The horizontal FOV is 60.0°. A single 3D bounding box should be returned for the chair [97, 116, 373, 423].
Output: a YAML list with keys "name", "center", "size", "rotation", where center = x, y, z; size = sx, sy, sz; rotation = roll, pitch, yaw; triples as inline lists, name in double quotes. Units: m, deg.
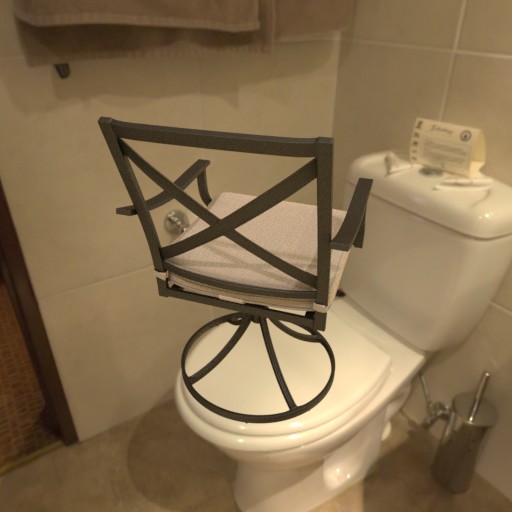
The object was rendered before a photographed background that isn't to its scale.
- name: "chair"
  center: [0.000, 0.000, 1.304]
  size: [0.575, 0.889, 0.620]
  rotation: [10, 32, 16]
